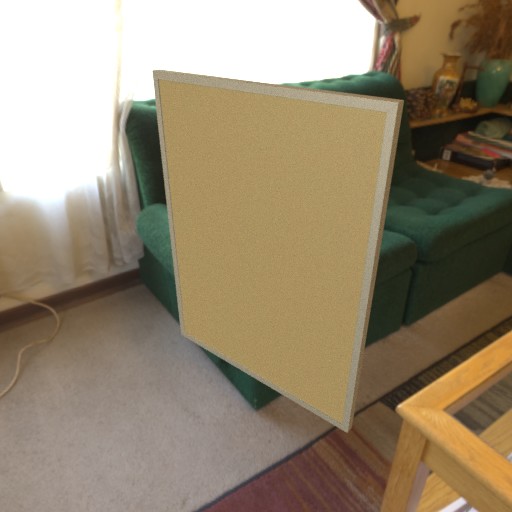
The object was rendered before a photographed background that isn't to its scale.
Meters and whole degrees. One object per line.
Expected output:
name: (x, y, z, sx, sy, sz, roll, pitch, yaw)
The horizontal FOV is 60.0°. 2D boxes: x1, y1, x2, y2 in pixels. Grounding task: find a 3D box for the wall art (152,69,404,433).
wall art: (0.000, 0.000, 1.413, 0.789, 1.042, 0.034, 22, 36, 33)
